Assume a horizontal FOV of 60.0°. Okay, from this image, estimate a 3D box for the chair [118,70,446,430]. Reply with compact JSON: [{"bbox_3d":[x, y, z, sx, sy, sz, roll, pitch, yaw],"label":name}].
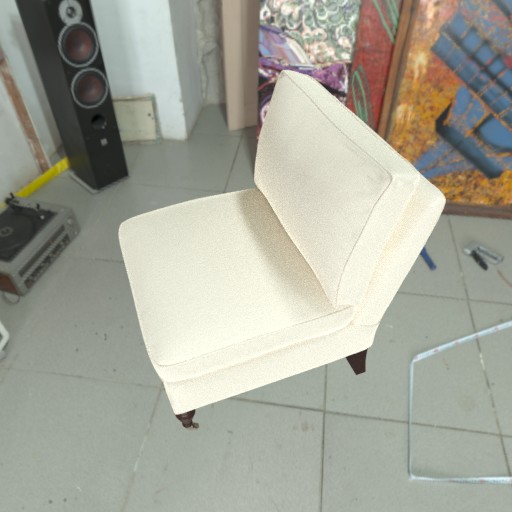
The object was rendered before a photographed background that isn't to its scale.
[{"bbox_3d":[0.000,0.000,1.395,0.781,0.887,0.630,-15,47,-15],"label":"chair"}]
